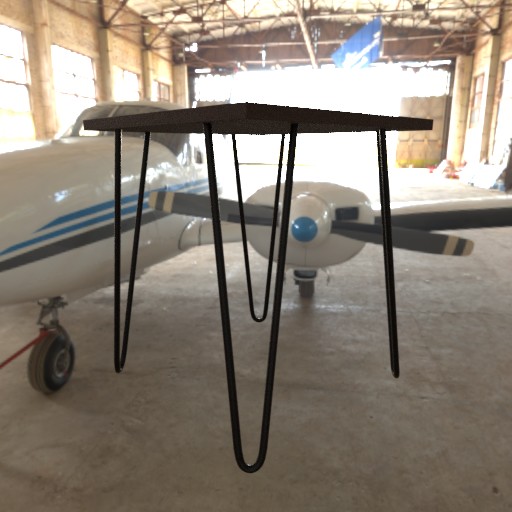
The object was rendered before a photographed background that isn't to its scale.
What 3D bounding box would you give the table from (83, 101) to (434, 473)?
[{"bbox_3d":[0.000,0.000,0.950,0.495,0.559,0.495,-12,18,-42],"label":"table"}]
